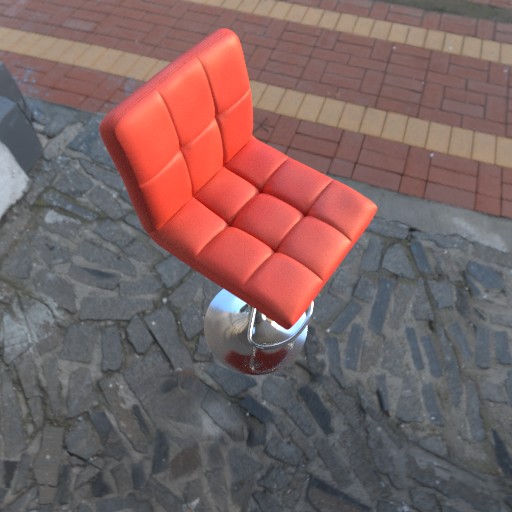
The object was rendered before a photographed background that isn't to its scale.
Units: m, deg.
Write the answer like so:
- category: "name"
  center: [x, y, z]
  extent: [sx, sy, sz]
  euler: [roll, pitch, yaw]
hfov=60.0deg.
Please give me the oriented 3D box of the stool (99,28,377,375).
- category: "stool"
  center: [0.000, 0.000, 1.351]
  extent: [0.505, 1.115, 0.430]
  euler: [32, 65, 18]
